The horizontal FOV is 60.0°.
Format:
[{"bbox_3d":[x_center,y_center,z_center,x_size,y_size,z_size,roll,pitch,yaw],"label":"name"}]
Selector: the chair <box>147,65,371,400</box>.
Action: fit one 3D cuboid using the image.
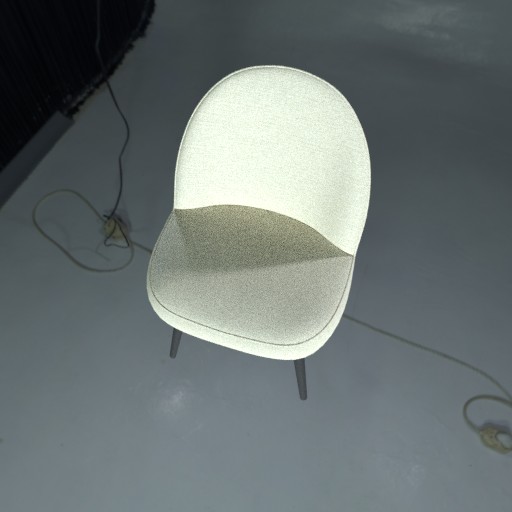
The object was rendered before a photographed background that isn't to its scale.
[{"bbox_3d":[0.000,0.000,1.225,0.532,0.838,0.540,15,59,9],"label":"chair"}]
